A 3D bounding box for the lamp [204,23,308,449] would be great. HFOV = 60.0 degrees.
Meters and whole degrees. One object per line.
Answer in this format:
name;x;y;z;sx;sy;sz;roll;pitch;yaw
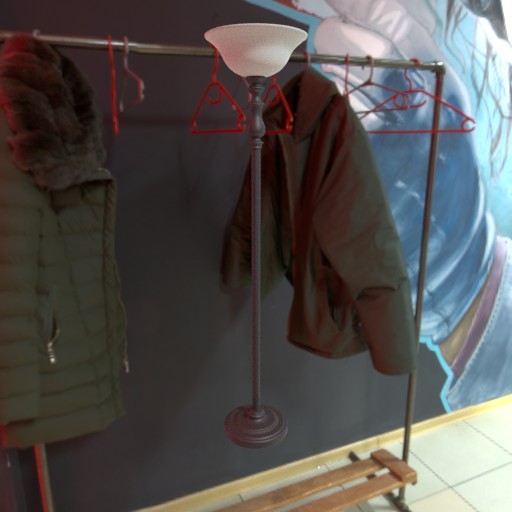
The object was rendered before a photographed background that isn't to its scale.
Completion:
lamp;0.000;0.000;1.982;0.405;1.797;0.405;2;15;9
